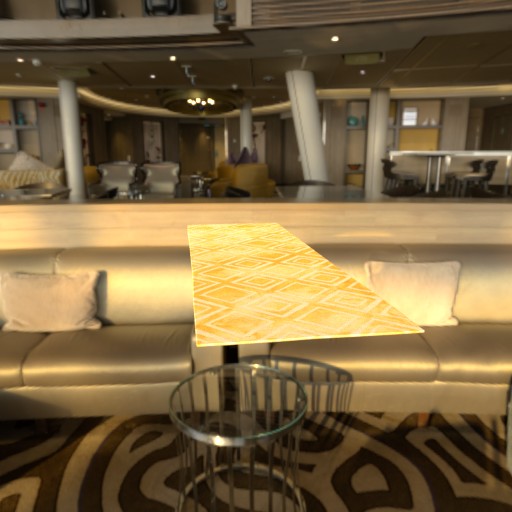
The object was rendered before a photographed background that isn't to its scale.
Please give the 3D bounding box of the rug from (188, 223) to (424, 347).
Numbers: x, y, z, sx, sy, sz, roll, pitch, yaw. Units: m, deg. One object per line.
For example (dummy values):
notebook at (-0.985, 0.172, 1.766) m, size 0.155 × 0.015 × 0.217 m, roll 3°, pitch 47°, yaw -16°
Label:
rug at (0.000, 0.000, 2.610) m, size 0.775 × 0.010 × 2.438 m, roll -2°, pitch 13°, yaw -9°
